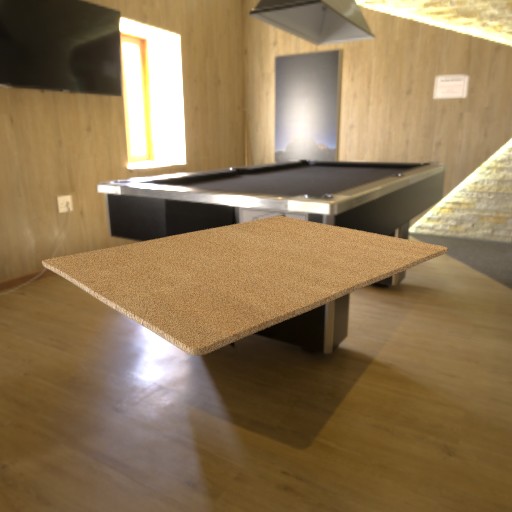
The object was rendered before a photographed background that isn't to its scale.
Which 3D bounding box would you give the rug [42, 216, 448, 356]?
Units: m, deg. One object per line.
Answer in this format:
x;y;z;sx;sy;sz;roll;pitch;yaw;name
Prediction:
0.000;0.000;2.158;1.600;0.025;1.199;-15;22;-41;rug
